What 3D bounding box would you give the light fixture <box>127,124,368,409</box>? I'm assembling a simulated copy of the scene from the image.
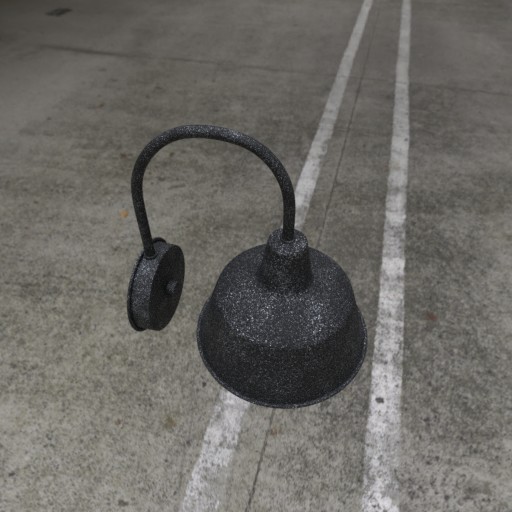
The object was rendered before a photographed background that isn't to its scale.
[{"bbox_3d":[0.000,0.000,0.483,0.283,0.300,0.216,11,47,10],"label":"light fixture"}]
